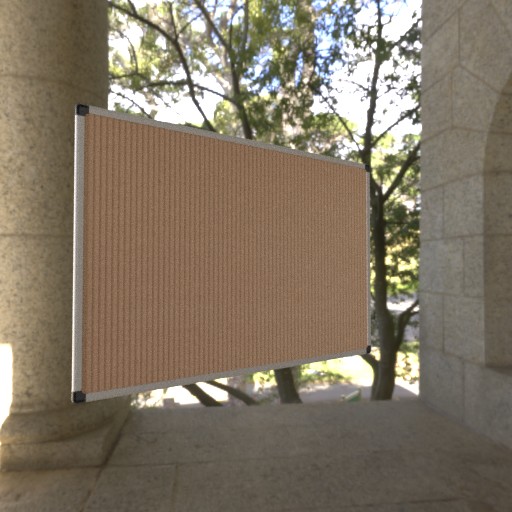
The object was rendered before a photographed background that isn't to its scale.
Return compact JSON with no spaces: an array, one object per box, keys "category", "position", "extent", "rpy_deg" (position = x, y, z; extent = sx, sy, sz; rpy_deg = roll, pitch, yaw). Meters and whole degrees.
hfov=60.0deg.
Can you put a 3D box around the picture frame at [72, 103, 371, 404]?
[{"category":"picture frame","position":[0.000,0.000,1.147],"extent":[0.900,0.600,0.010],"rpy_deg":[1,-2,-36]}]
